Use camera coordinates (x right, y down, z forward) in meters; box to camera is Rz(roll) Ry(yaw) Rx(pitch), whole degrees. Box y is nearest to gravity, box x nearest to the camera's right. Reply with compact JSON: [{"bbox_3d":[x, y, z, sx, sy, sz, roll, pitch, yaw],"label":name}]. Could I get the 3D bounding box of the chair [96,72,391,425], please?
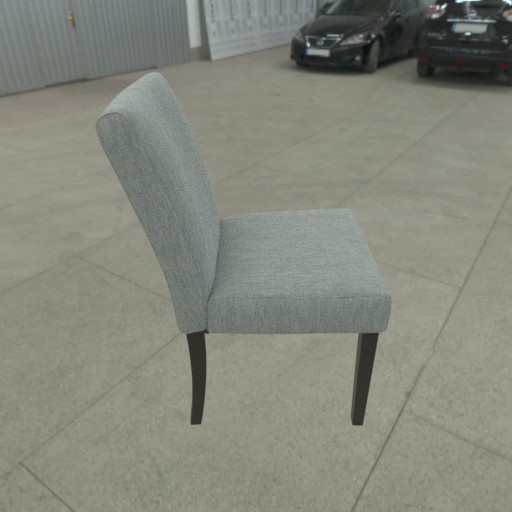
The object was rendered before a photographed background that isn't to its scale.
[{"bbox_3d":[0.000,0.000,1.218,0.629,0.884,0.487,-1,32,-1],"label":"chair"}]
